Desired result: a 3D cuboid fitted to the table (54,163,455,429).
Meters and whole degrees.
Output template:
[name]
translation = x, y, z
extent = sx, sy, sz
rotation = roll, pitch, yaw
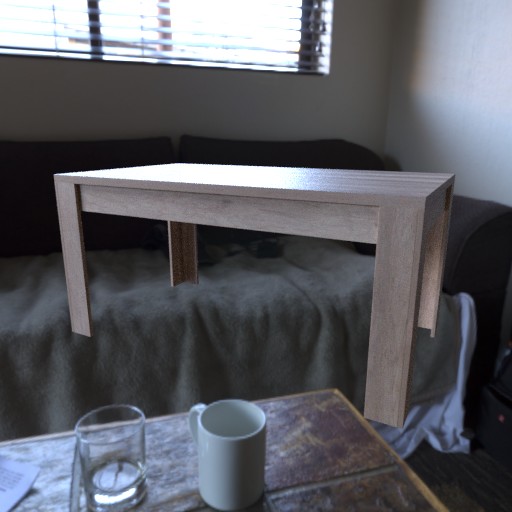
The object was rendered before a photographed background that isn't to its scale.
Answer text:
[table]
translation = 0.000, 0.000, 2.127
extent = 1.600, 0.775, 0.900
rotation = 8, 17, 27
